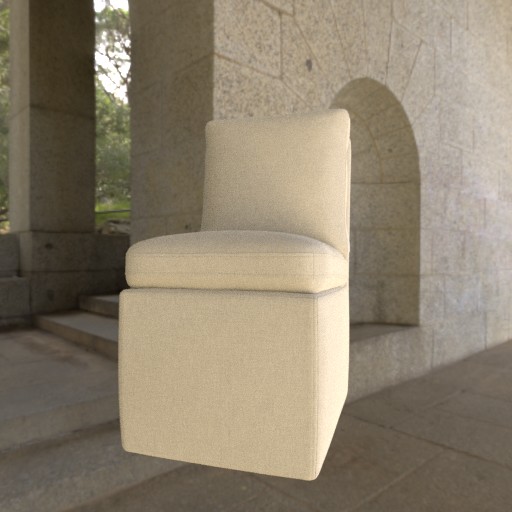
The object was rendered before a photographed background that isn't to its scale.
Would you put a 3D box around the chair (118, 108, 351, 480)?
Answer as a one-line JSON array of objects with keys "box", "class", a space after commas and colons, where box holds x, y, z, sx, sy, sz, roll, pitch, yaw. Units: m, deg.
[{"box": [0.000, 0.000, 1.286, 0.503, 0.927, 0.698, 0, 1, 18], "class": "chair"}]
